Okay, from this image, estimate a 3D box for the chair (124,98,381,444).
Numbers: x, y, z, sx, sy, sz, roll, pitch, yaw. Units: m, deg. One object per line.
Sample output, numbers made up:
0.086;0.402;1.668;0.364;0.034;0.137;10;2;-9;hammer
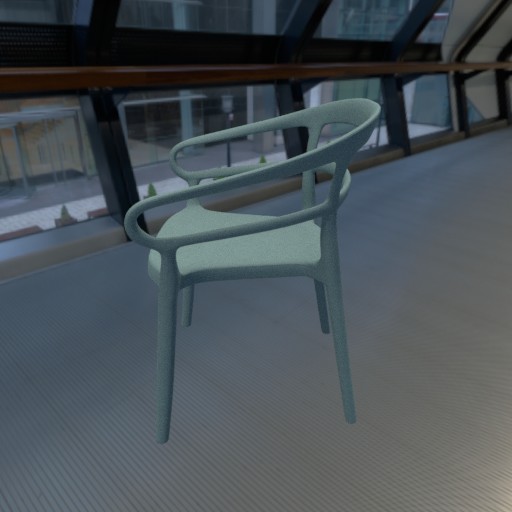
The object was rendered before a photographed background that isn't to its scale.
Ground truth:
0.000;0.000;1.147;0.527;0.761;0.559;-1;25;-1;chair
